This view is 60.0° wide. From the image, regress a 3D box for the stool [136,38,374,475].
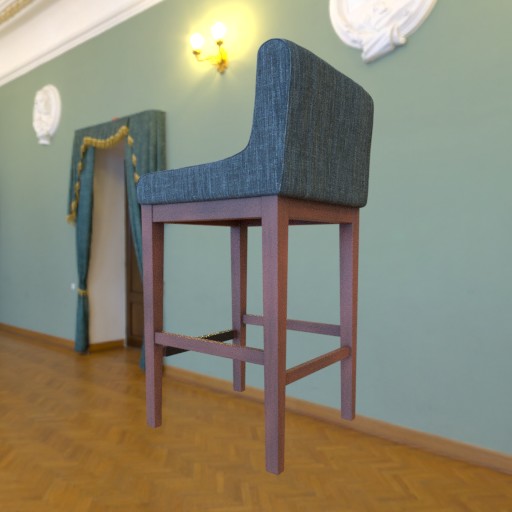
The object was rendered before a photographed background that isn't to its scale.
[{"bbox_3d":[0.000,0.000,1.097,0.459,0.835,0.395,1,2,37],"label":"stool"}]
